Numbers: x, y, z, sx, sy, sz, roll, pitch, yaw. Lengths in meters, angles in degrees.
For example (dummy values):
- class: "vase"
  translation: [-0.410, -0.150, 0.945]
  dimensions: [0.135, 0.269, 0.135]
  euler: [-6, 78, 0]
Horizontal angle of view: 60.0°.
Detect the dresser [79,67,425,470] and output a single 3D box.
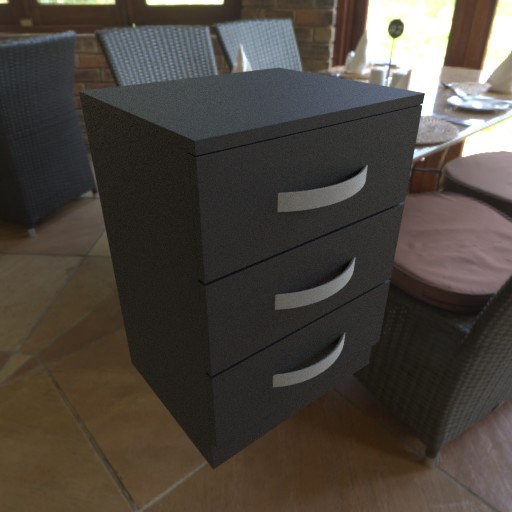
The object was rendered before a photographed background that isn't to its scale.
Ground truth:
- class: "dresser"
  translation: [0.000, 0.000, 0.800]
  dimensions: [0.400, 0.560, 0.360]
  euler: [-22, 37, -32]
